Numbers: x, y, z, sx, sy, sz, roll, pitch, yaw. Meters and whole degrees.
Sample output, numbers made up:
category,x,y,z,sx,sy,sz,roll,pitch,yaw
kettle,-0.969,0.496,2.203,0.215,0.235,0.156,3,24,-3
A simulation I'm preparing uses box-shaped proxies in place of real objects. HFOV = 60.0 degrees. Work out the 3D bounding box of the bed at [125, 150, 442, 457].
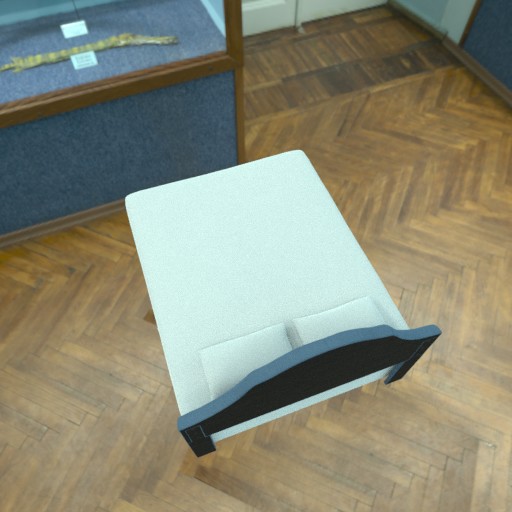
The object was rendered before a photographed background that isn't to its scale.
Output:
category,x,y,z,sx,sy,sz,roll,pitch,yaw
bed,0.000,0.000,3.853,2.039,1.617,2.477,-17,59,-11
